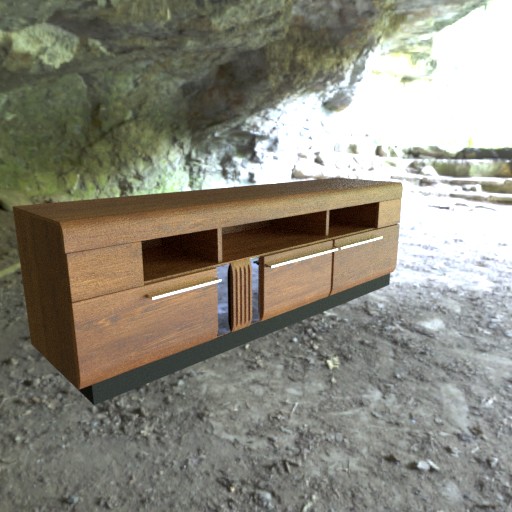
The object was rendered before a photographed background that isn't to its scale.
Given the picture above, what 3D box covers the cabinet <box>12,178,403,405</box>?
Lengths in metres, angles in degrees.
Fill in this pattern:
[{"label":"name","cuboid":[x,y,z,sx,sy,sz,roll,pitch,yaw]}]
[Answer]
[{"label":"cabinet","cuboid":[0.000,0.000,1.769,1.600,0.510,0.419,-13,19,-42]}]
